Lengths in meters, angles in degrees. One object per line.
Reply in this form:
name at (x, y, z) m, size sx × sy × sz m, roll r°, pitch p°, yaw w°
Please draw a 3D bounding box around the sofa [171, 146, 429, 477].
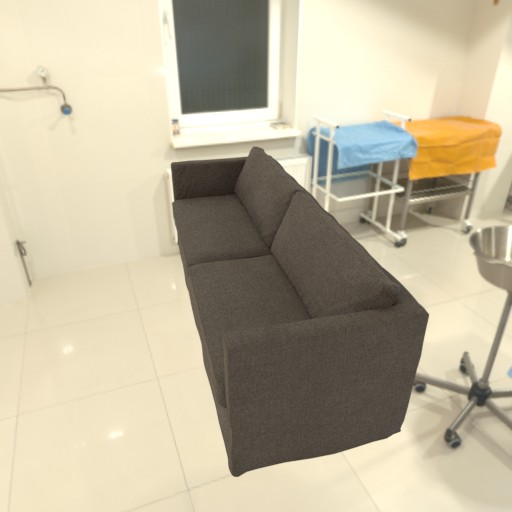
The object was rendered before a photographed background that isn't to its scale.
sofa at (0.000, 0.000, 3.323) m, size 1.036 × 0.998 × 2.779 m, roll -7°, pitch 30°, yaw -13°
